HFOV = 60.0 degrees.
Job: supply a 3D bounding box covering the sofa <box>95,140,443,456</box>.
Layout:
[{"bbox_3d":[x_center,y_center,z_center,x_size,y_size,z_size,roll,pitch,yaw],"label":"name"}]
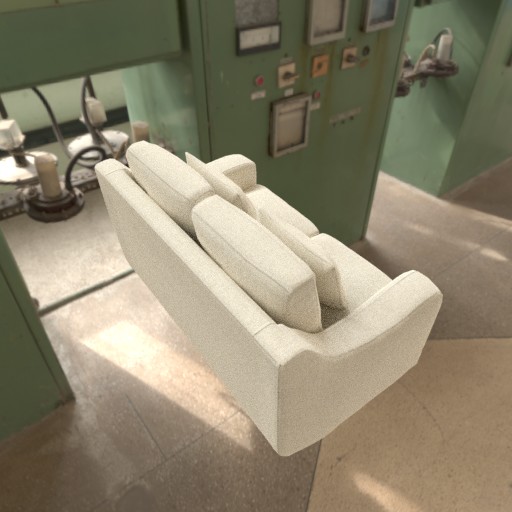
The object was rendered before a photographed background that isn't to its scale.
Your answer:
[{"bbox_3d":[0.000,0.000,2.432,1.040,1.047,1.744,-26,47,-27],"label":"sofa"}]
